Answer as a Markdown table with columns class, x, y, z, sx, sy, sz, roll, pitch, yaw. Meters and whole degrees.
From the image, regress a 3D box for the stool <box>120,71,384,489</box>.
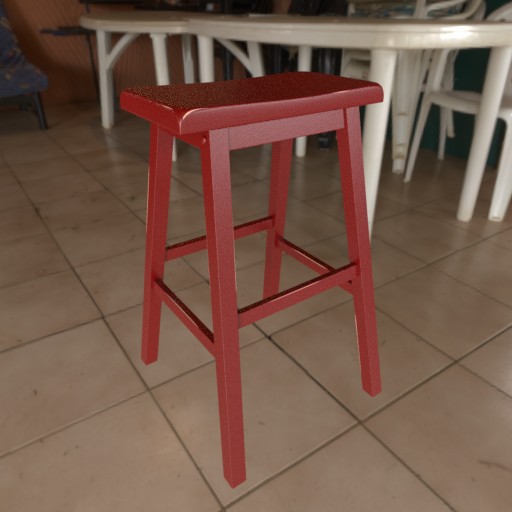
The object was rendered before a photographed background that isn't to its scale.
| class | x | y | z | sx | sy | sz | roll | pitch | yaw |
| --- | --- | --- | --- | --- | --- | --- | --- | --- | --- |
| stool | 0.000 | 0.000 | 1.015 | 0.457 | 0.737 | 0.476 | -19 | 35 | -30 |
